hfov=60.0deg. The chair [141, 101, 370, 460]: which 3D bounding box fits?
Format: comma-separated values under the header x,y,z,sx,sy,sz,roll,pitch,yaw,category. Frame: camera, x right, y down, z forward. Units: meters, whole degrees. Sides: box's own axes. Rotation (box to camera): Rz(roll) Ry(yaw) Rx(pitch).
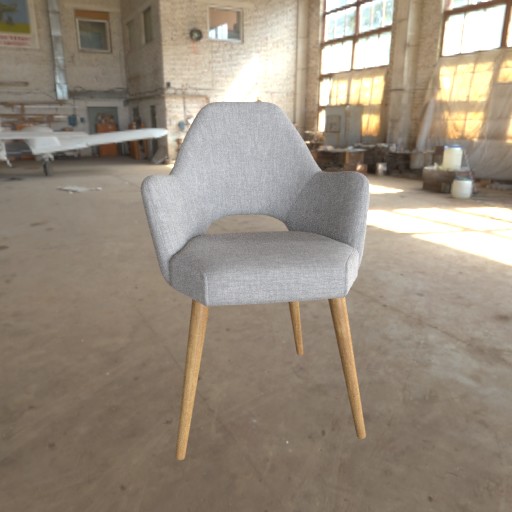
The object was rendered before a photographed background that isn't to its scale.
x,y,z,sx,sy,sz,roll,pitch,yaw,category
0.000,0.000,1.240,0.590,0.840,0.610,-3,17,-9,chair
